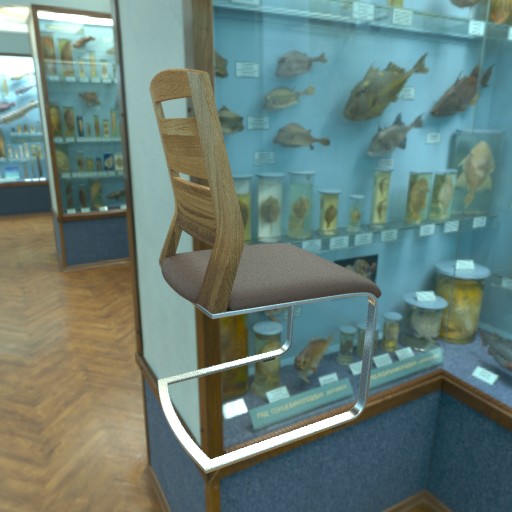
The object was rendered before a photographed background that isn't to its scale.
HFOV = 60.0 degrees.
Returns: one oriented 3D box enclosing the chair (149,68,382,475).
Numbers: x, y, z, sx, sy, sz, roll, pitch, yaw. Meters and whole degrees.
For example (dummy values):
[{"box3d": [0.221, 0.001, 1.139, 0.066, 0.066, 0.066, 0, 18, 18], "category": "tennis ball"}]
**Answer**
[{"box3d": [0.000, 0.000, 1.278, 0.570, 0.970, 0.460, -8, 18, -26], "category": "chair"}]
